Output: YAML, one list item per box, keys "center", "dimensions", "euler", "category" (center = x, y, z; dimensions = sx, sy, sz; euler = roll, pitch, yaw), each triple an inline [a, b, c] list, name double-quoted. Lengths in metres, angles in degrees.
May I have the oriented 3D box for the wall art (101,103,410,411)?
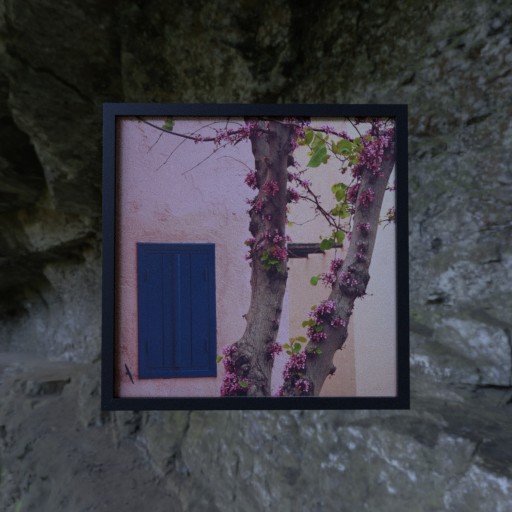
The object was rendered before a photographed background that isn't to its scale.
- center: [0.000, 0.000, 0.753]
  dimensions: [0.508, 0.508, 0.038]
  euler: [0, -1, -1]
  category: "wall art"
